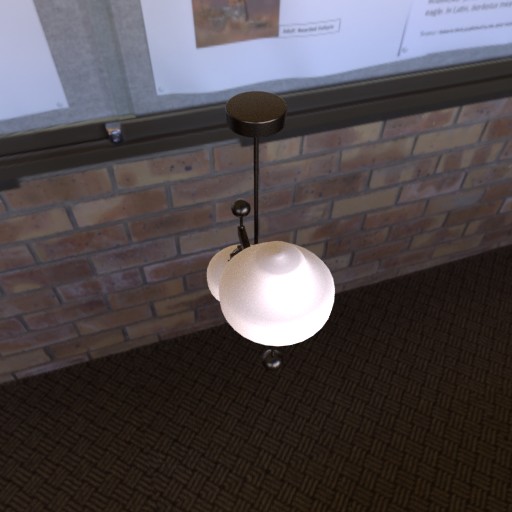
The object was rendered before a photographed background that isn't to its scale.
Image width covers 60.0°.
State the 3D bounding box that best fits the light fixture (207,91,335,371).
[{"bbox_3d":[0.000,0.000,1.011,0.489,0.743,0.422,32,55,26],"label":"light fixture"}]
